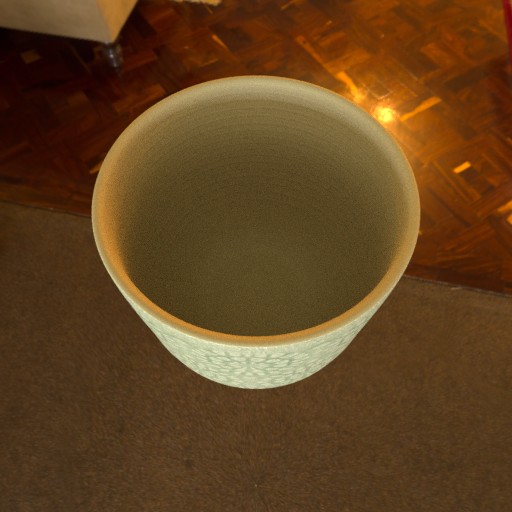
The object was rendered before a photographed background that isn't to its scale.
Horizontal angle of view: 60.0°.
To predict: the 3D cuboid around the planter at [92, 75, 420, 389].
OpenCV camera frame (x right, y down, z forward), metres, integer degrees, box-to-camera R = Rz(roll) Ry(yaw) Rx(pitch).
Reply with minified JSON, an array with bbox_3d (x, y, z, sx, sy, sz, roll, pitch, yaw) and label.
[{"bbox_3d":[0.000,0.000,0.298,0.169,0.153,0.169,0,63,0],"label":"planter"}]
